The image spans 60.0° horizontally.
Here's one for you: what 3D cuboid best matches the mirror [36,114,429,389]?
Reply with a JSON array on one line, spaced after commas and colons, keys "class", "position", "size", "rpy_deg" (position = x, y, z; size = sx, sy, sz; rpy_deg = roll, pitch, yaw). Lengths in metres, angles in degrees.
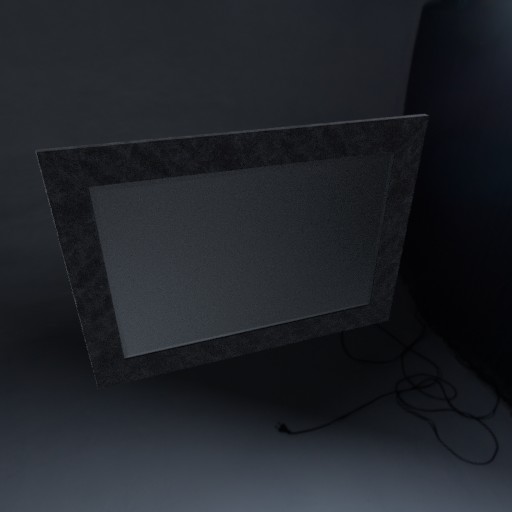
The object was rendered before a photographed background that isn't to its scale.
[{"class": "mirror", "position": [0.000, 0.000, 1.409], "size": [1.101, 0.795, 0.022], "rpy_deg": [-10, 33, -16]}]
